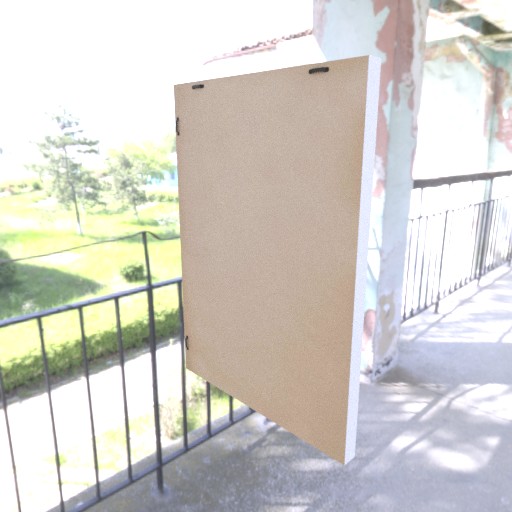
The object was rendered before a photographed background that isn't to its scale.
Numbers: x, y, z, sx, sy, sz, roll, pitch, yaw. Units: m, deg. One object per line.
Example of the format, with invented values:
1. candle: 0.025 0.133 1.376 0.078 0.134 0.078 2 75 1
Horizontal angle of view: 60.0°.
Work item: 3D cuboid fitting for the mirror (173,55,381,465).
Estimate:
1. mirror: 0.000 0.000 0.925 0.039 0.710 0.507 -14 20 -42
